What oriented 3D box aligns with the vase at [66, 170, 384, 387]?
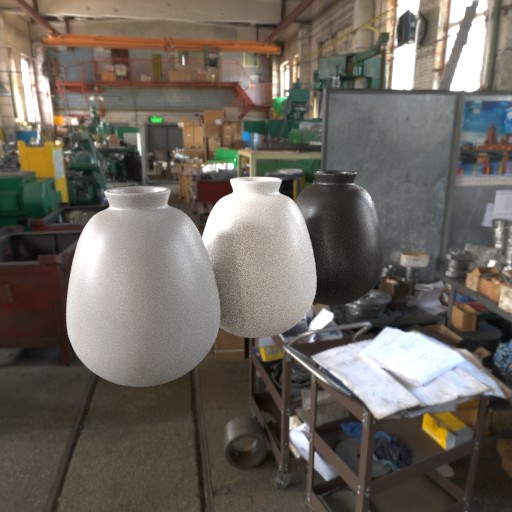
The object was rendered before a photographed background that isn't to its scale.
[{"bbox_3d":[0.000,0.000,0.354,0.297,0.122,0.097,-14,21,-42],"label":"vase"}]
